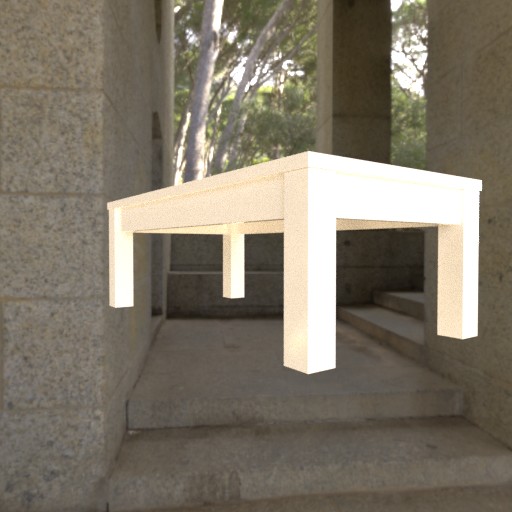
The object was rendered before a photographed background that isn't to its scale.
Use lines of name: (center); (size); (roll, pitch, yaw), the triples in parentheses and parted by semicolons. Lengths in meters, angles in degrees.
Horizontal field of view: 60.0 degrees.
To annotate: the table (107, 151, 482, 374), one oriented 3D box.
table: (0.000, 0.000, 1.679); (0.700, 0.470, 1.350); (-1, 2, -36)
